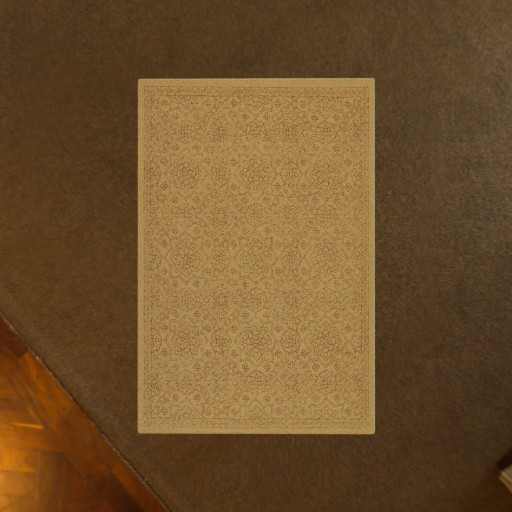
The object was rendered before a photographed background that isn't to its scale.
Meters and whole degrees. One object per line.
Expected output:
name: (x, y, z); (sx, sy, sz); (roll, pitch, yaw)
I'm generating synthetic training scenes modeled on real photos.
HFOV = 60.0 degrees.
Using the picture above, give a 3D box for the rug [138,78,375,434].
rug: (0.000, 0.000, 2.283); (1.219, 0.010, 1.829); (0, 90, 0)
